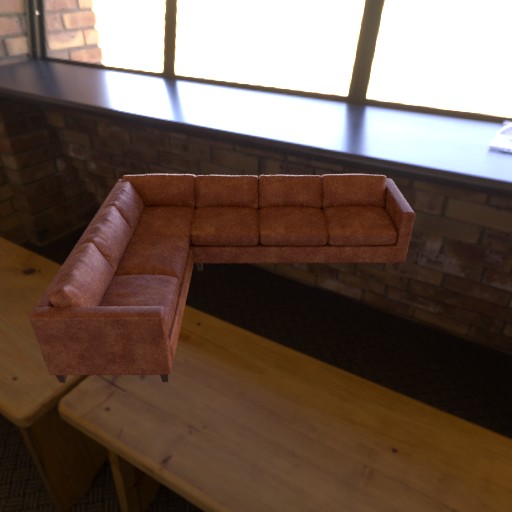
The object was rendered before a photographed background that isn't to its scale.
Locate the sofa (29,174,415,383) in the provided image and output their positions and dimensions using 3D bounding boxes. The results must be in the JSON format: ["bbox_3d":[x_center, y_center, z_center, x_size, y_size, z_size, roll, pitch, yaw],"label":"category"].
[{"bbox_3d":[0.000,0.000,4.221,3.150,0.838,2.438,0,32,0],"label":"sofa"}]
